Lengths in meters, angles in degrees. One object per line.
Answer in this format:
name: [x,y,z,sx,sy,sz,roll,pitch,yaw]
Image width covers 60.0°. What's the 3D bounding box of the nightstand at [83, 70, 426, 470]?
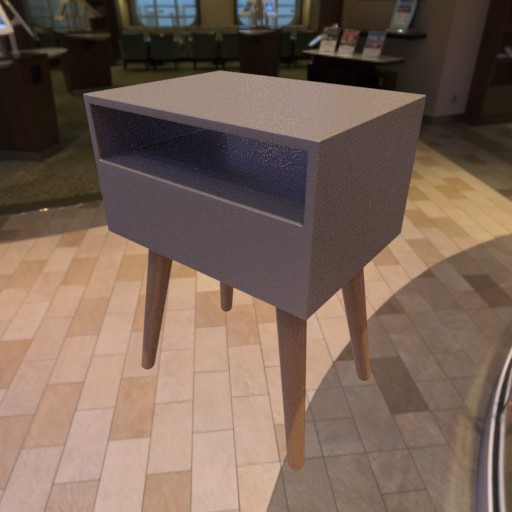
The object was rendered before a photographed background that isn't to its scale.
nightstand: [0.000,0.000,0.727,0.370,0.508,0.288,21,37,32]
